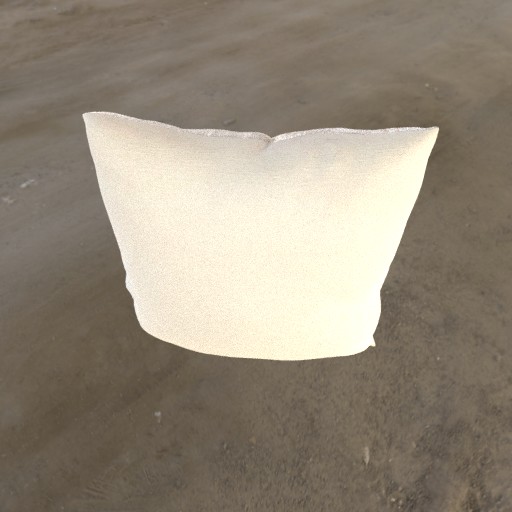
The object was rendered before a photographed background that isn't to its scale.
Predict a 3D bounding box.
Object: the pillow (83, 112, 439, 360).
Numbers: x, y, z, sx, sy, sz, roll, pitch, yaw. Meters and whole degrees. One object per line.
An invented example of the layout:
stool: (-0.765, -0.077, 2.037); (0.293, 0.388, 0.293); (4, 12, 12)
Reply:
pillow: (0.000, 0.000, 0.691); (0.450, 0.448, 0.245); (5, 45, 5)
